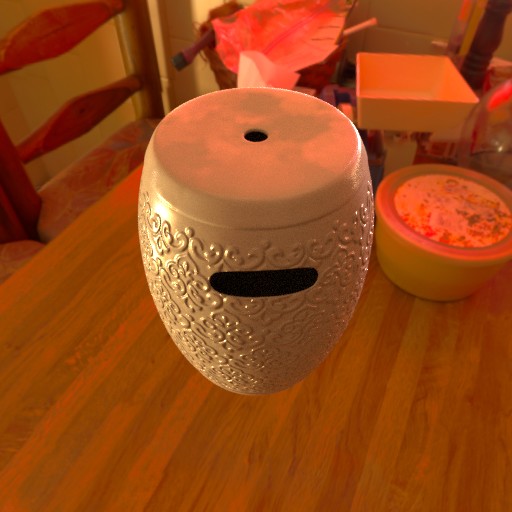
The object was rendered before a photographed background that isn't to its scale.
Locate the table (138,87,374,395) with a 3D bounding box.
[{"bbox_3d":[0.000,0.000,0.635,0.309,0.397,0.309,0,47,0],"label":"table"}]
